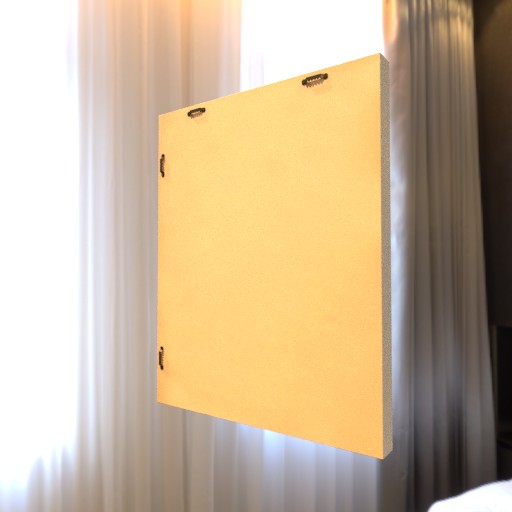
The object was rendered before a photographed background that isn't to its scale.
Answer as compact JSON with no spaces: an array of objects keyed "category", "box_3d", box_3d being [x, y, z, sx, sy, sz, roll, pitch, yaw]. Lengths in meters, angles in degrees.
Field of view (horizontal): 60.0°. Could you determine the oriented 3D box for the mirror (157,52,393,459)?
[{"category":"mirror","box_3d":[0.000,0.000,0.682,0.406,0.509,0.041,-1,-2,35]}]
